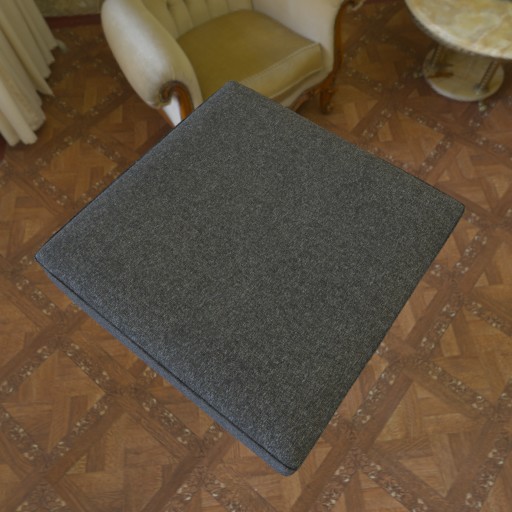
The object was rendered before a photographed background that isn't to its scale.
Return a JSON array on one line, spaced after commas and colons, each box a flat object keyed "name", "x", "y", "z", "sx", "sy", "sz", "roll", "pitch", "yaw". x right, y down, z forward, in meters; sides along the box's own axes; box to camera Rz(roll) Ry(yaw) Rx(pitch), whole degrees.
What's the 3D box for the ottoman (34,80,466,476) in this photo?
[{"name": "ottoman", "x": 0.000, "y": 0.000, "z": 1.560, "sx": 1.021, "sy": 0.423, "sz": 1.017, "roll": 34, "pitch": 67, "yaw": 17}]
